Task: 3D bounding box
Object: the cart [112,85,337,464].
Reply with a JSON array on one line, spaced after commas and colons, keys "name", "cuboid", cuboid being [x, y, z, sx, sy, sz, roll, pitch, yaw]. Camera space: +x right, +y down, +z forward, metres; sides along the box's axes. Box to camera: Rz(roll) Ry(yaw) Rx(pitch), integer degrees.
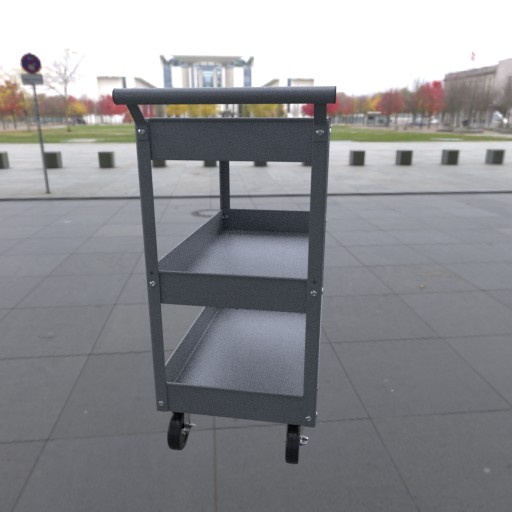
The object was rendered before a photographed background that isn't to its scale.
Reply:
[{"name": "cart", "cuboid": [0.000, 0.000, 1.155, 0.366, 0.780, 0.719, 3, 17, 9]}]
